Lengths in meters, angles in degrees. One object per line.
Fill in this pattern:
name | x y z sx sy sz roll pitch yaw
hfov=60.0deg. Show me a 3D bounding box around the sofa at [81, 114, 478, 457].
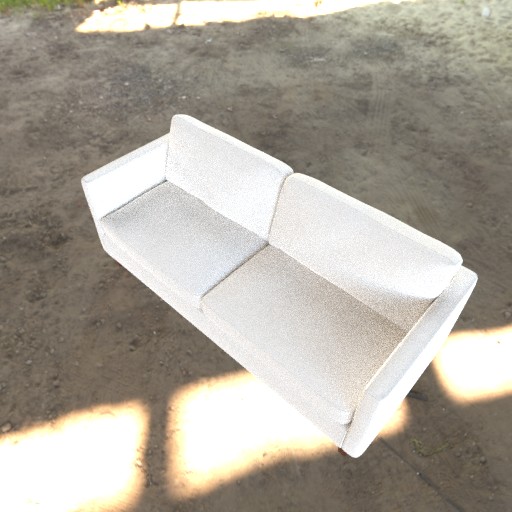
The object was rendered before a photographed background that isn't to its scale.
sofa | 0.000 0.000 2.600 2.139 0.933 0.924 34 55 28
